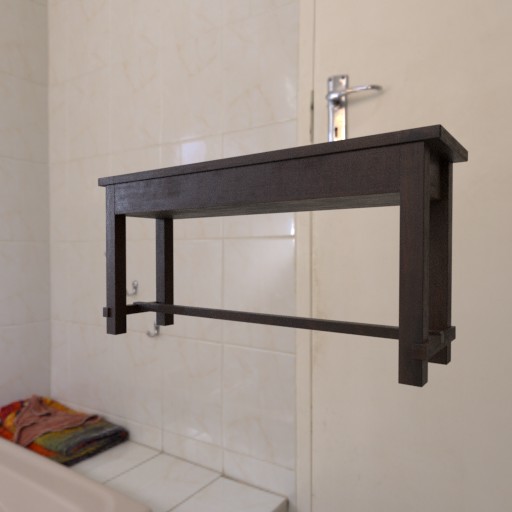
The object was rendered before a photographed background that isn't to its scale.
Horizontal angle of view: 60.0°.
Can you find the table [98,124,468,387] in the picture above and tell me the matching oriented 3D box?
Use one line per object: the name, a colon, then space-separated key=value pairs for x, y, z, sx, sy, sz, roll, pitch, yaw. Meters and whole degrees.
table: x=0.000 y=0.000 z=1.902 sx=1.599 sy=0.762 sz=0.442 roll=0 pitch=1 yaw=35
